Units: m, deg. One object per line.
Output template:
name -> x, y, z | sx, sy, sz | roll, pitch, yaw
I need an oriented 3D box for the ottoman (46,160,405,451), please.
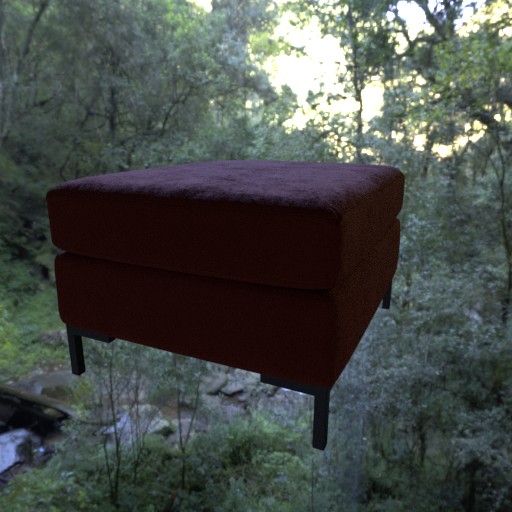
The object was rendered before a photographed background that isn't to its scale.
ottoman -> 0.000, 0.000, 1.172 | 0.650, 0.462, 0.782 | 7, 18, 24
